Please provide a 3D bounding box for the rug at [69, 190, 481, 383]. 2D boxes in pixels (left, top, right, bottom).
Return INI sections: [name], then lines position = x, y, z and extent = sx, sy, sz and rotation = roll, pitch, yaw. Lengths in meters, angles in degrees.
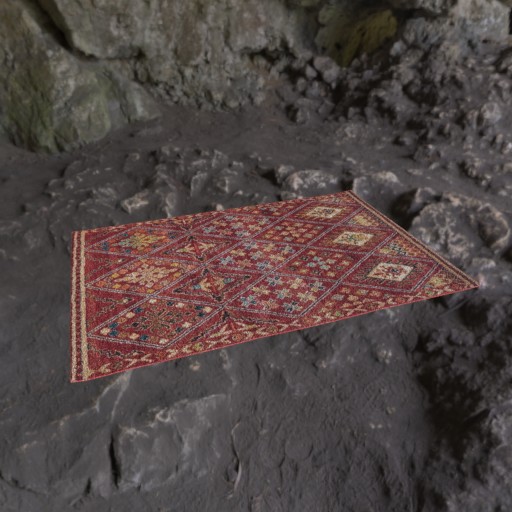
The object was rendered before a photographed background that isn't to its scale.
[rug]
position = 0.000, 0.000, 2.894
extent = 2.286, 0.026, 1.521
rotation = -10, 32, -17
